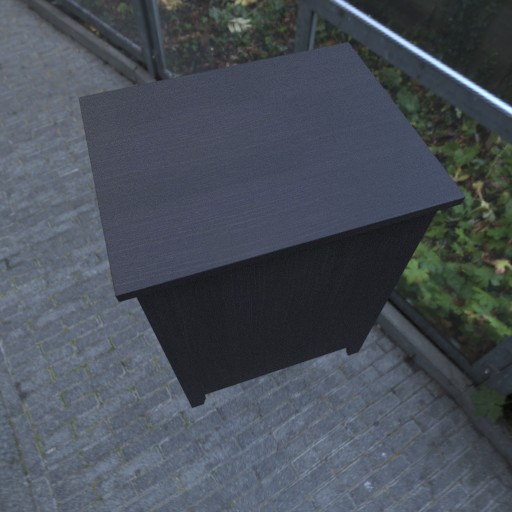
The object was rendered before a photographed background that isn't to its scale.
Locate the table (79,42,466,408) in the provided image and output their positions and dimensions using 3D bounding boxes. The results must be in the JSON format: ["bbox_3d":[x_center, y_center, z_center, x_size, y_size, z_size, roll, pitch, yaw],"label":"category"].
[{"bbox_3d":[0.000,0.000,0.932,0.480,0.635,0.381,-16,59,-10],"label":"table"}]
